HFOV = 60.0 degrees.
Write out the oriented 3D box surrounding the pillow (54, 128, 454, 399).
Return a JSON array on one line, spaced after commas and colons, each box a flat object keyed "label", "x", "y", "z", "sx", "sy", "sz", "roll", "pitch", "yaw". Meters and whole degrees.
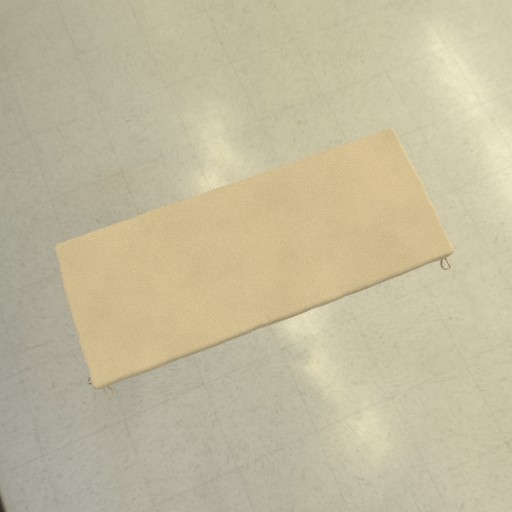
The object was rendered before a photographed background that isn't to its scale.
[{"label": "pillow", "x": 0.000, "y": 0.000, "z": 1.370, "sx": 1.187, "sy": 0.081, "sz": 0.492, "roll": -20, "pitch": 77, "yaw": -5}]
